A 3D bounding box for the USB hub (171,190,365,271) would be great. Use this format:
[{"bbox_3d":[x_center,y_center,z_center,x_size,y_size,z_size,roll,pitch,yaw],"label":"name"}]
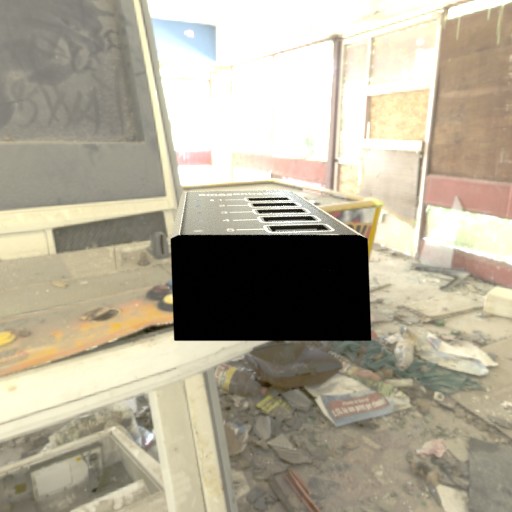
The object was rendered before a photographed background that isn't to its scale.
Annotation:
[{"bbox_3d":[0.000,0.000,0.125,0.044,0.023,0.110,-2,16,-7],"label":"USB hub"}]
